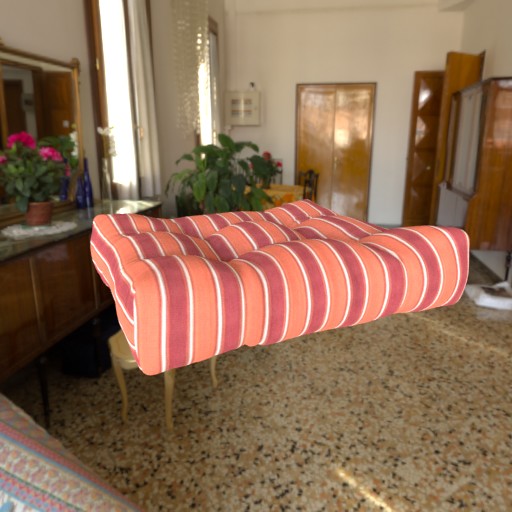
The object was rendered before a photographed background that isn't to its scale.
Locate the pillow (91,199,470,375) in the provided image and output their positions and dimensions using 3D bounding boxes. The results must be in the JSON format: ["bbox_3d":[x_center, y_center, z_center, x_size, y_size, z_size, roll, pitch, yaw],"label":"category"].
[{"bbox_3d":[0.000,0.000,0.741,0.490,0.133,0.468,-7,16,-24],"label":"pillow"}]
